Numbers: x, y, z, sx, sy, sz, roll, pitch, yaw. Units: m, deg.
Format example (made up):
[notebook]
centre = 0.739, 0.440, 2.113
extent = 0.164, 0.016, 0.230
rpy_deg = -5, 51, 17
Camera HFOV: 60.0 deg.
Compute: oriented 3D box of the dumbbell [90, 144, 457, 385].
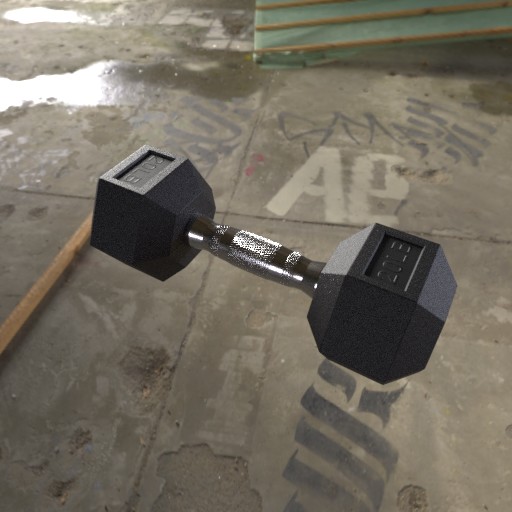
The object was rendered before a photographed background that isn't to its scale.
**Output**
[dumbbell]
centre = 0.000, 0.000, 0.365
extent = 0.297, 0.101, 0.116
rpy_deg = 22, 50, 20
